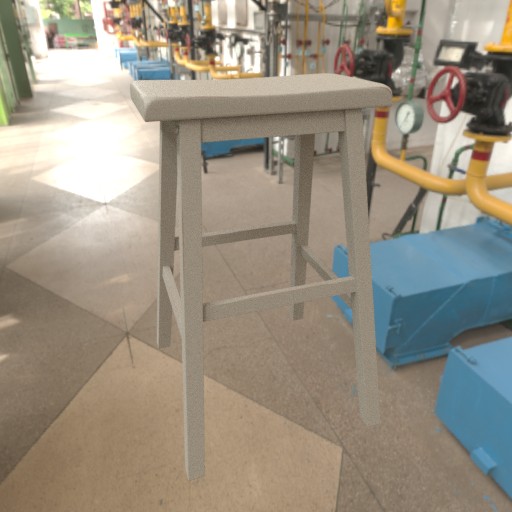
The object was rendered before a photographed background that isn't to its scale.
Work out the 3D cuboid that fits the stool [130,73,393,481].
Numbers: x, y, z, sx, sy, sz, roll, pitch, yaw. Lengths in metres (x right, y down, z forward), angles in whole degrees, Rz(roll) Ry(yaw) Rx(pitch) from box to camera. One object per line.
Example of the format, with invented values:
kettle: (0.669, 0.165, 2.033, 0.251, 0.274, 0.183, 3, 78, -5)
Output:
stool: (0.000, 0.000, 1.006, 0.457, 0.737, 0.476, -9, 29, -17)
